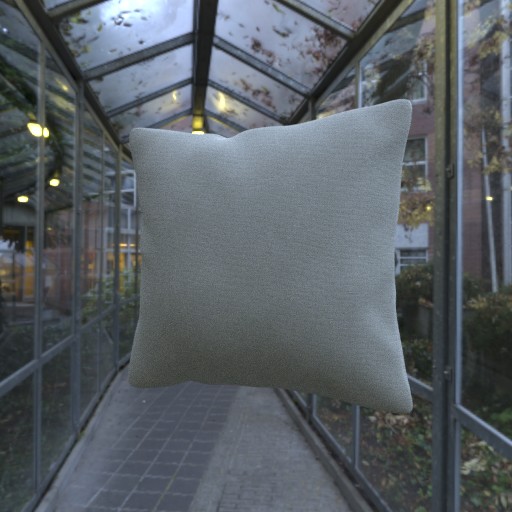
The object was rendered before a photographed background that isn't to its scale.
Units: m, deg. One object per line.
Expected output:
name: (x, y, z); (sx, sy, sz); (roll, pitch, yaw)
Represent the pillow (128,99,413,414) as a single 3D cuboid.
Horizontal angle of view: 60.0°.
pillow: (0.000, 0.000, 0.654); (0.437, 0.420, 0.162); (0, -1, 18)
